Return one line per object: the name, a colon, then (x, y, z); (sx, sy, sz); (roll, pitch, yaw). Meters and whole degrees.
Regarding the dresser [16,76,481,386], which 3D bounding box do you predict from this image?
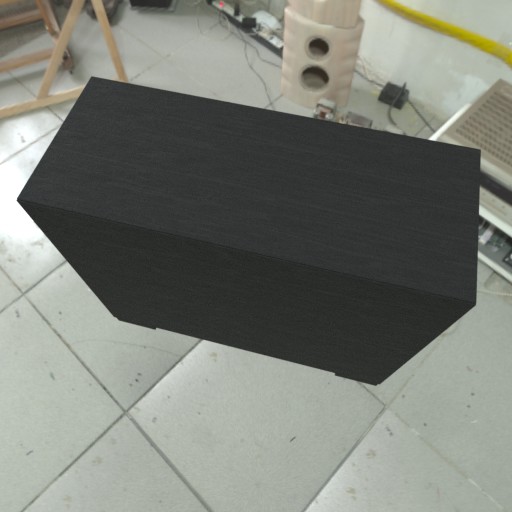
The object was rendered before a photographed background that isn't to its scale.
dresser: (0.000, 0.000, 1.375); (0.994, 0.816, 0.404); (13, 63, 7)
